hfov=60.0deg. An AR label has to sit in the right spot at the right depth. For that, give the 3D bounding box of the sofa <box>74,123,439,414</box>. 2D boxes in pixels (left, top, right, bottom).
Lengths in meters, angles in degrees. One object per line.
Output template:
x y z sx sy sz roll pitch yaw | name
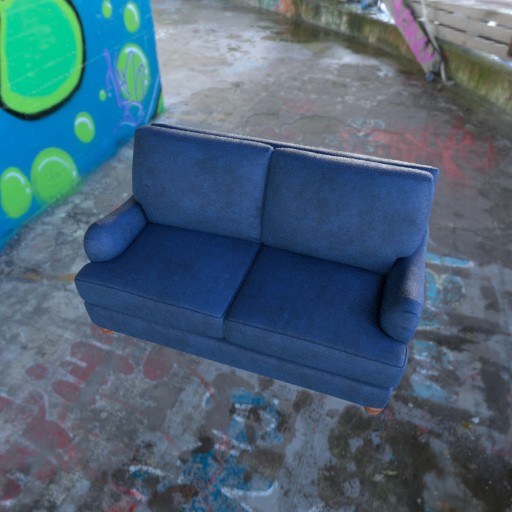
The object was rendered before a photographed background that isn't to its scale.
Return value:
0.000 0.000 2.590 1.853 1.101 1.084 13 43 14 | sofa
